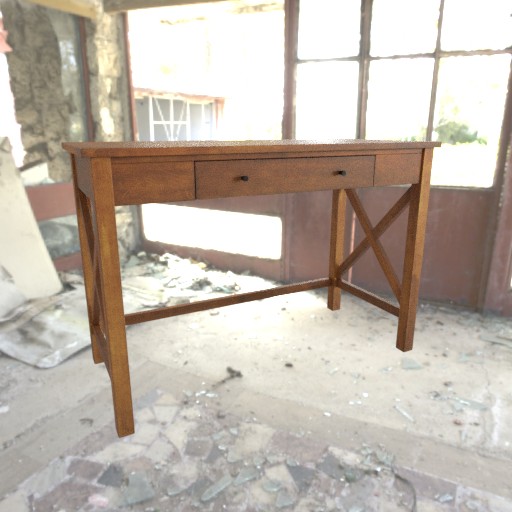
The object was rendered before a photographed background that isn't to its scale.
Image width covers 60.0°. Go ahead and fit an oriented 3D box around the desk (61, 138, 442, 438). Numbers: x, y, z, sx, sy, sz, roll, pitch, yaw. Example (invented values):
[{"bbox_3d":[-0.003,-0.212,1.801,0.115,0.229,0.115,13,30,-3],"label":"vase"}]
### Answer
[{"bbox_3d":[0.000,0.000,1.530,1.117,0.762,0.508,-8,18,-26],"label":"desk"}]
